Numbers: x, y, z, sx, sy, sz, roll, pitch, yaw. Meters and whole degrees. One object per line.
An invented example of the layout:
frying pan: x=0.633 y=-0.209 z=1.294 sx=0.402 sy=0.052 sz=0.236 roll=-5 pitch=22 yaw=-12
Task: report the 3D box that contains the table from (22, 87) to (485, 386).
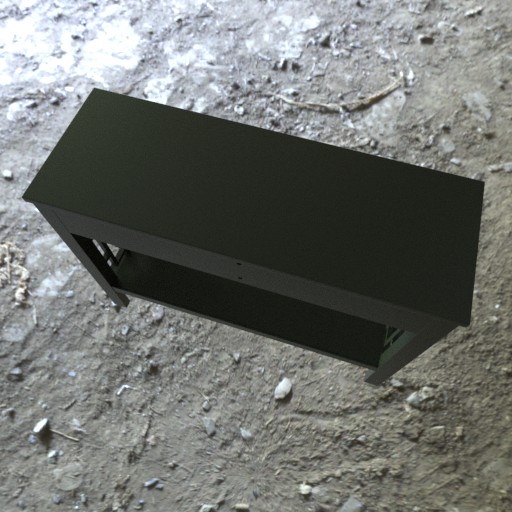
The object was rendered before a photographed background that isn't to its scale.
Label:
table: x=0.000 y=0.000 z=1.422 sx=1.068 sy=0.753 sz=0.397 roll=16 pitch=65 yaw=8
